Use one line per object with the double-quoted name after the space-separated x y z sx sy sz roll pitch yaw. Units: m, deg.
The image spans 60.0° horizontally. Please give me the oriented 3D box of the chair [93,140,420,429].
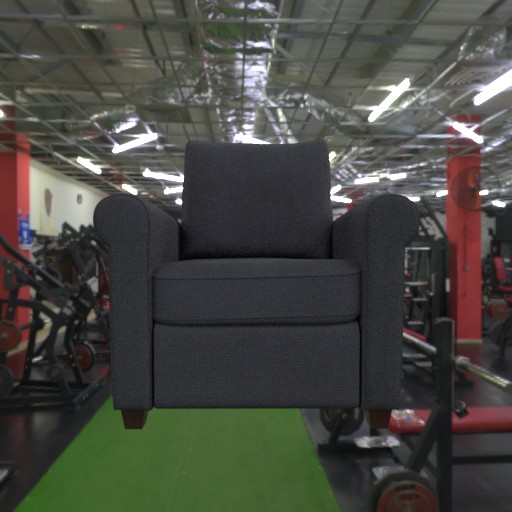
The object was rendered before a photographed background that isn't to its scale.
0.000 0.000 1.577 0.867 0.942 0.828 0 1 0 "chair"
